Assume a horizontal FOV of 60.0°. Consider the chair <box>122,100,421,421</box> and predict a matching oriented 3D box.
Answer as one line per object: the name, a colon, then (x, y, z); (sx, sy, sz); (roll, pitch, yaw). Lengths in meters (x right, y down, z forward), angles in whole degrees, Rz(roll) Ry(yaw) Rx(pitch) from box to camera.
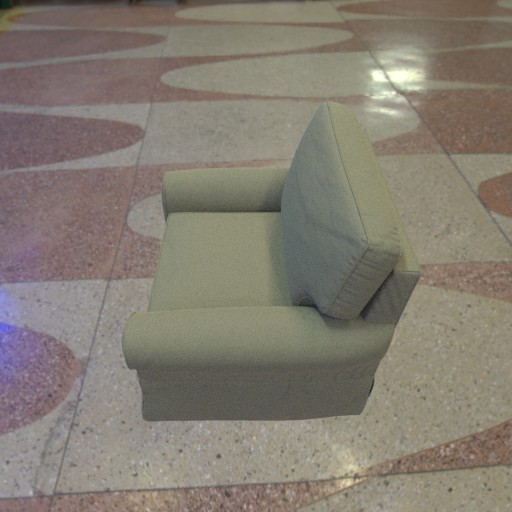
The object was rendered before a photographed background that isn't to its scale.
chair: (0.000, 0.000, 1.898); (0.988, 1.017, 1.135); (0, 43, 0)
